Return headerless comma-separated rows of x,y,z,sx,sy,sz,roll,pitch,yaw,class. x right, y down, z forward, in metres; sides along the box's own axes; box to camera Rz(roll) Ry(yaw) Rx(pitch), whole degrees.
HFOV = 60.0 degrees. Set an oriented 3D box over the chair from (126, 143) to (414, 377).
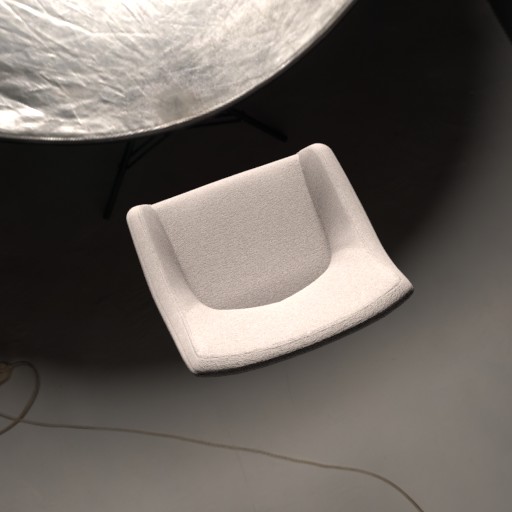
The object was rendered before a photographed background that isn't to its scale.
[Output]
0.000,0.000,1.282,0.609,0.889,0.600,-20,77,-5,chair
